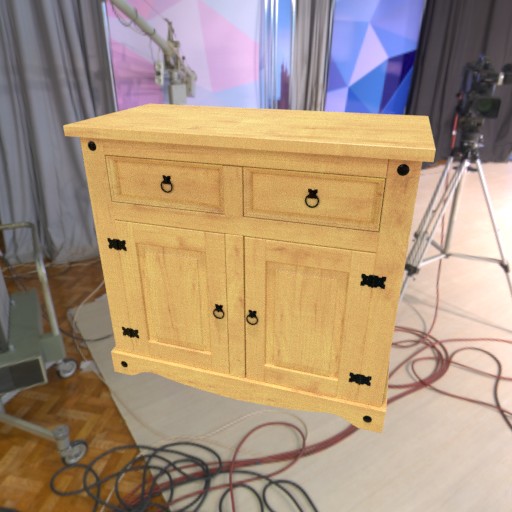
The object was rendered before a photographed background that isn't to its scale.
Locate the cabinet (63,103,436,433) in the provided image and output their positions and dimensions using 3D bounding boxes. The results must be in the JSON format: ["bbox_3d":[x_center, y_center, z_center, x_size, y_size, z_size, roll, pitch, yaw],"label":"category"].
[{"bbox_3d":[0.000,0.000,1.418,0.920,0.840,0.450,8,27,16],"label":"cabinet"}]
